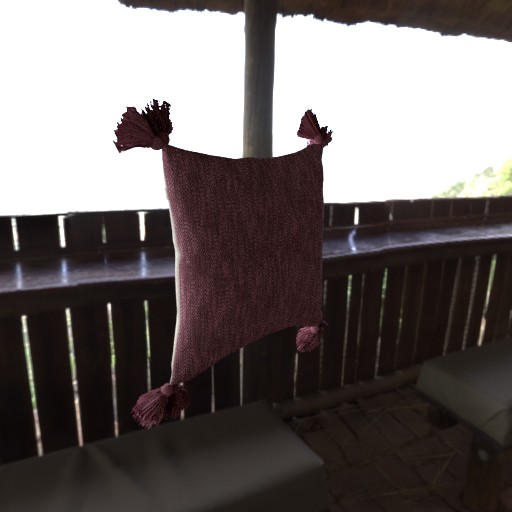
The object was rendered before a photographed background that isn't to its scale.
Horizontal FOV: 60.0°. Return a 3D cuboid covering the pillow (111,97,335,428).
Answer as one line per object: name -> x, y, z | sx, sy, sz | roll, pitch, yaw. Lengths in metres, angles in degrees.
pillow -> 0.000, 0.000, 0.996 | 0.138, 0.659, 0.641 | 14, 20, 43
